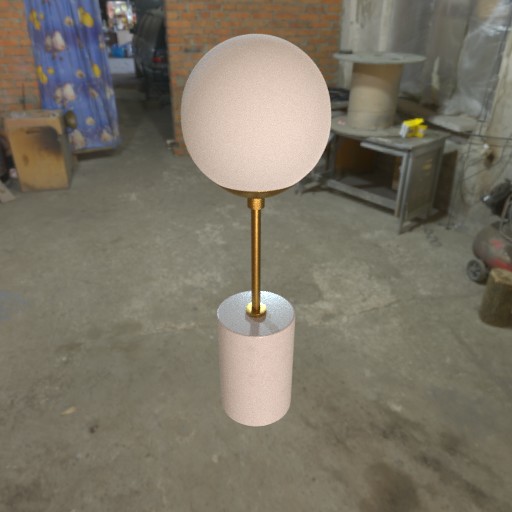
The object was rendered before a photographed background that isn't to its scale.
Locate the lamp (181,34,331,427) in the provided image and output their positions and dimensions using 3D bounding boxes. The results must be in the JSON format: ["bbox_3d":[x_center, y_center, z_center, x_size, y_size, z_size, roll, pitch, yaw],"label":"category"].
[{"bbox_3d":[0.000,0.000,0.536,0.153,0.480,0.153,0,29,0],"label":"lamp"}]
